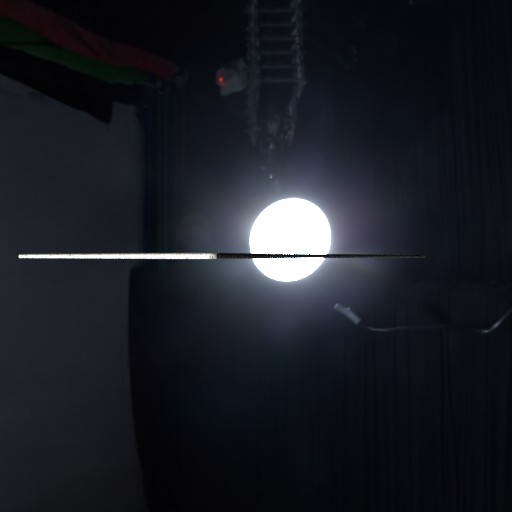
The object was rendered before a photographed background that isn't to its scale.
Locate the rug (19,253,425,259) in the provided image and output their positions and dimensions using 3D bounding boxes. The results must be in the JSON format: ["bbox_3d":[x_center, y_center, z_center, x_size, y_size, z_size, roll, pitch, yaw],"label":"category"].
[{"bbox_3d":[0.000,0.000,3.017,1.539,0.024,2.469,0,0,37],"label":"rug"}]
